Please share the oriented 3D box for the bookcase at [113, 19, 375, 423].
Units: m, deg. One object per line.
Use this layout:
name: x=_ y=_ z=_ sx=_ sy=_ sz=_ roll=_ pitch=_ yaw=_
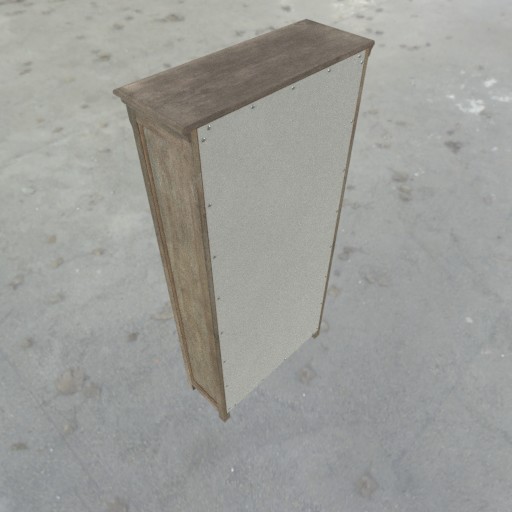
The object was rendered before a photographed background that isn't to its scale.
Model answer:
bookcase: x=0.000 y=0.000 z=2.168 sx=0.906 sy=1.880 sz=0.348 roll=-35 pitch=55 yaw=-30
